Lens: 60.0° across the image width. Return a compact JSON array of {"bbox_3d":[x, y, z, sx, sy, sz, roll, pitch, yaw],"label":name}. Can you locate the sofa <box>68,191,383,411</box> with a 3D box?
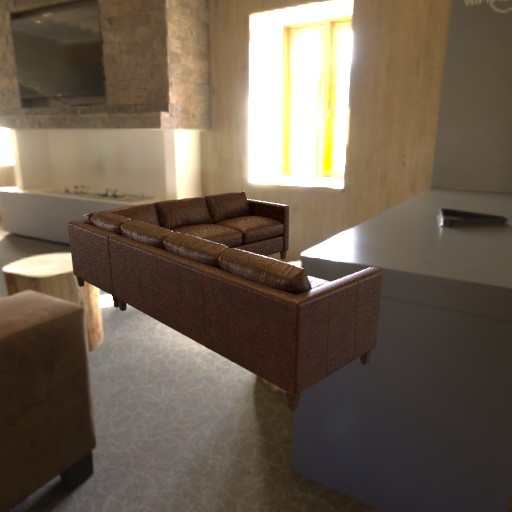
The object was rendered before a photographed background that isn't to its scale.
[{"bbox_3d":[0.000,0.000,4.388,2.438,0.836,3.152,-15,22,-42],"label":"sofa"}]
